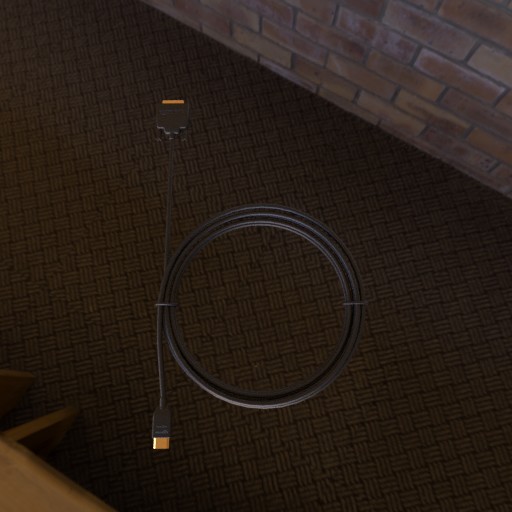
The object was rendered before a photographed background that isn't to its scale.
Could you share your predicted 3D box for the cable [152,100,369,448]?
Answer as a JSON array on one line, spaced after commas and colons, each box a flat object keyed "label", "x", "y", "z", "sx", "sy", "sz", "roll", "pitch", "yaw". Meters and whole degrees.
[{"label": "cable", "x": 0.000, "y": 0.000, "z": 0.525, "sx": 0.257, "sy": 0.030, "sz": 0.422, "roll": 0, "pitch": 76, "yaw": 0}]
